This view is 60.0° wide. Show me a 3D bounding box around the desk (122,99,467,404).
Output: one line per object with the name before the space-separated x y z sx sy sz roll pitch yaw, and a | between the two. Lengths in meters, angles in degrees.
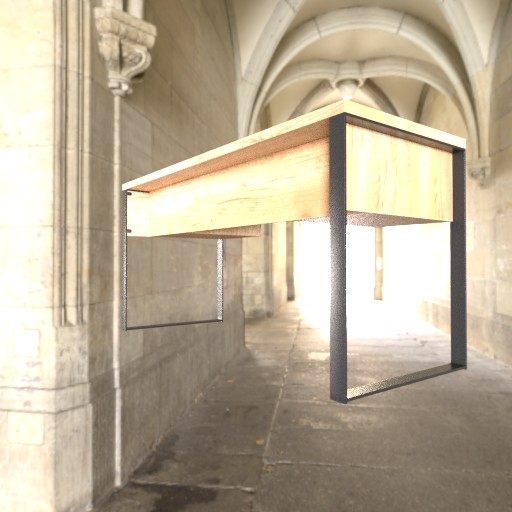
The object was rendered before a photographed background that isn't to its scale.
desk | 0.000 0.000 1.890 0.600 0.760 1.520 1 -1 -37
